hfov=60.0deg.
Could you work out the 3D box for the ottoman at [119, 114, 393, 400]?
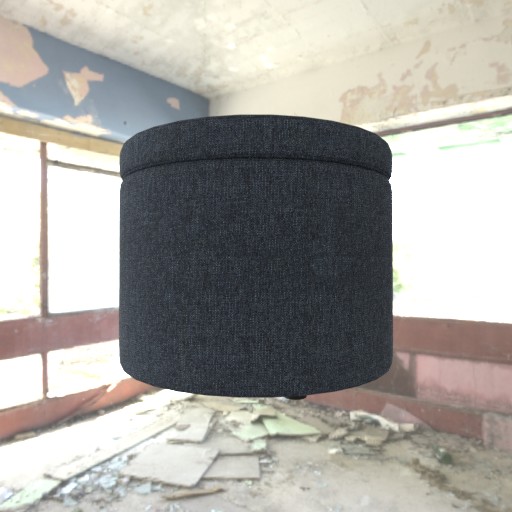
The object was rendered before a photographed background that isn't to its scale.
[{"bbox_3d":[0.000,0.000,0.848,0.500,0.419,0.500,0,-1,0],"label":"ottoman"}]
